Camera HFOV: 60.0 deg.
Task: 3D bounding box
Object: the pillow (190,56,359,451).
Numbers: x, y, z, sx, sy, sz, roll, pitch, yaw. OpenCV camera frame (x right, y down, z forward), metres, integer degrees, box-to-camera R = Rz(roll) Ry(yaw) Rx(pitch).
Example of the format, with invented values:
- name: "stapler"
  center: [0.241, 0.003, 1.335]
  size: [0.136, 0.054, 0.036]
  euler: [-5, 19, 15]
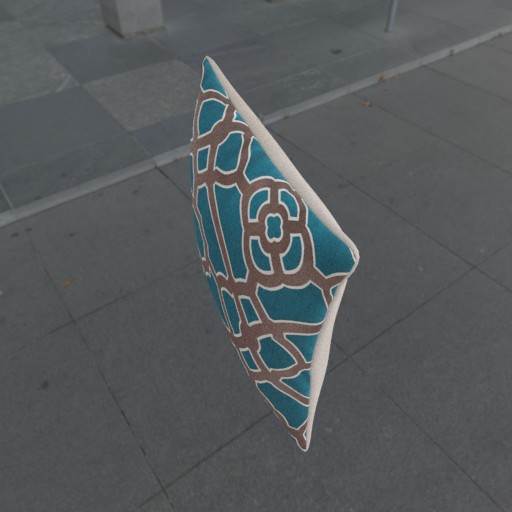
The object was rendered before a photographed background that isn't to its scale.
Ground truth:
- name: "pillow"
  center: [0.000, 0.000, 0.786]
  size: [0.166, 0.507, 0.526]
  euler: [-16, 48, -14]
